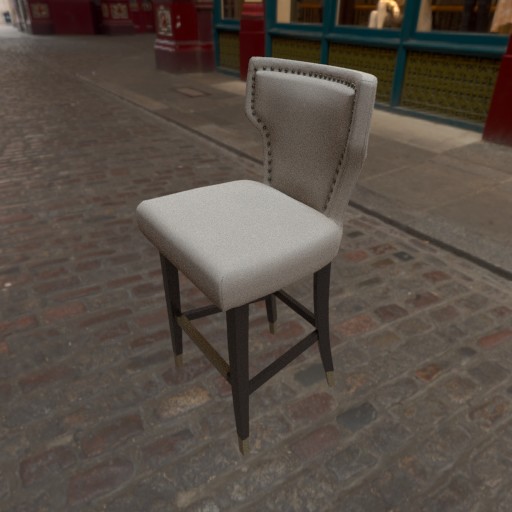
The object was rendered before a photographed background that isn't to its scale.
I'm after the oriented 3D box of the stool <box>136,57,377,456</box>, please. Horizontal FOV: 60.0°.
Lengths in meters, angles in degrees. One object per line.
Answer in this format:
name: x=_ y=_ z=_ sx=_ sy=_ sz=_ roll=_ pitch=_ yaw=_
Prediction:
stool: x=0.000 y=0.000 z=1.398 sx=0.563 sy=1.092 sz=0.526 roll=-20 pitch=36 yaw=-30
